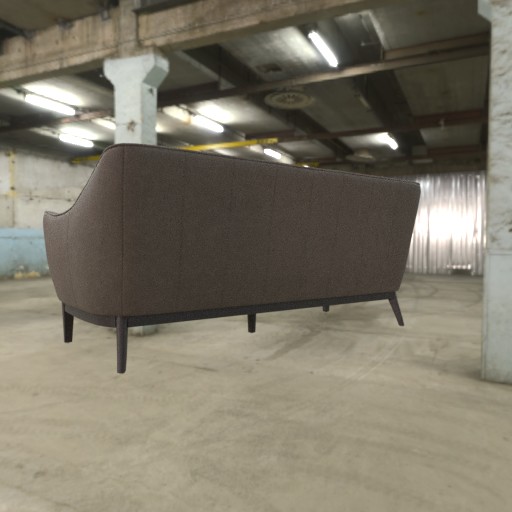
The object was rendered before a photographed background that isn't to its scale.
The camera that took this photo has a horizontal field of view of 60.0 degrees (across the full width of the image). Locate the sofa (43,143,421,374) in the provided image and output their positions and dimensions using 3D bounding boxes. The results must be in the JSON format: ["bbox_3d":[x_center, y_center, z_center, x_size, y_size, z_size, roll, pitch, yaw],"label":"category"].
[{"bbox_3d":[0.000,0.000,2.339,1.928,0.831,0.869,-1,2,-36],"label":"sofa"}]
